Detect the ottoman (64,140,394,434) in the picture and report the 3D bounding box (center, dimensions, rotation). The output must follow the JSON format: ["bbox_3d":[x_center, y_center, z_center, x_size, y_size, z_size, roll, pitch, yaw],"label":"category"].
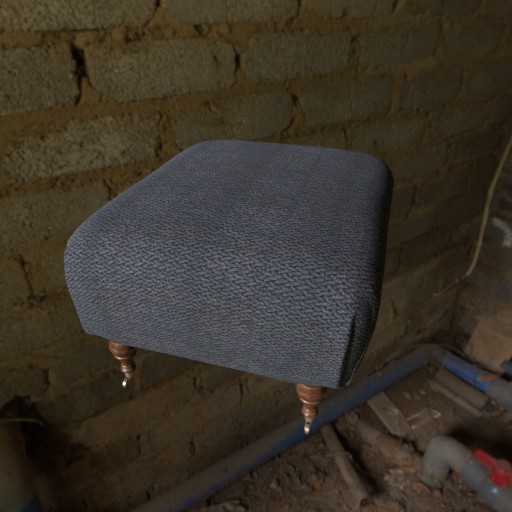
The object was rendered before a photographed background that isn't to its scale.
[{"bbox_3d":[0.000,0.000,1.131,0.622,0.450,0.747,9,32,15],"label":"ottoman"}]
